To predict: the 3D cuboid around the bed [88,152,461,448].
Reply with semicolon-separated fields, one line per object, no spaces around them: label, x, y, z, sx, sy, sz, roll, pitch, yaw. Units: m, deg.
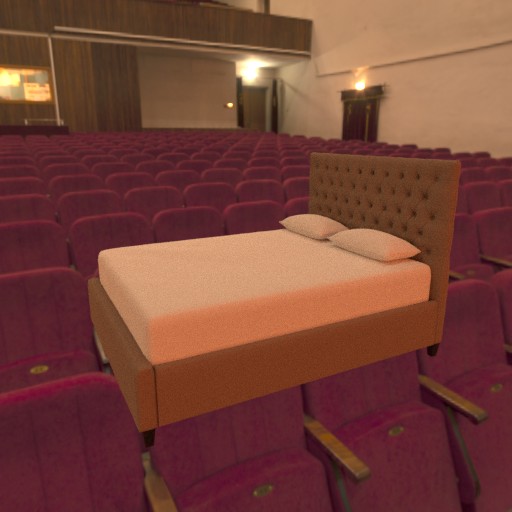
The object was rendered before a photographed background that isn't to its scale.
bed;0.000;0.000;3.323;2.233;1.426;1.696;-8;17;-27
